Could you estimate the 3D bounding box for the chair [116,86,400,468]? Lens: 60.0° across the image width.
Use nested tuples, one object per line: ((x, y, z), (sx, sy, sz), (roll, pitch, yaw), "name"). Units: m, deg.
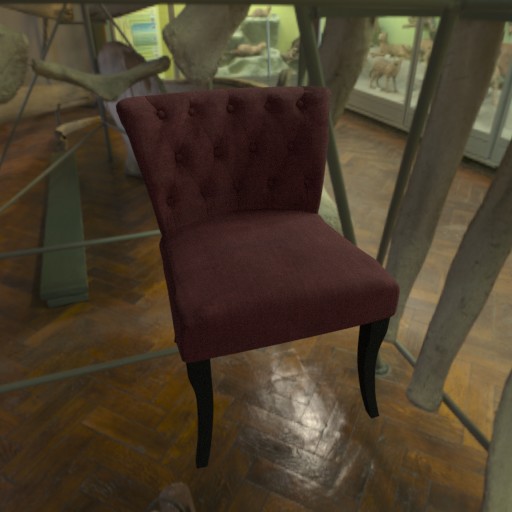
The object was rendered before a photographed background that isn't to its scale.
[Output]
((0.000, 0.000, 1.168), (0.582, 0.750, 0.605), (-9, 32, -15), "chair")
